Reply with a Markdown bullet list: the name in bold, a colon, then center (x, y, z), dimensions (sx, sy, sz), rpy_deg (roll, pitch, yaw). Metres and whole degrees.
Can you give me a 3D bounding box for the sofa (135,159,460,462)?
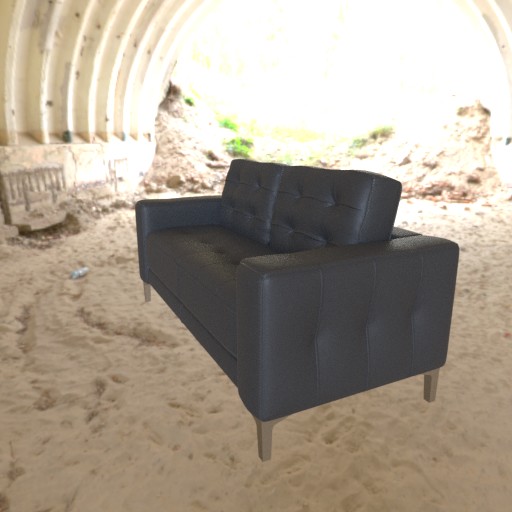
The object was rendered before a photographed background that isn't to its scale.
- **sofa**: center (0.000, 0.000, 2.190), dimensions (0.833, 0.893, 1.726), rpy_deg (-7, 17, -26)
